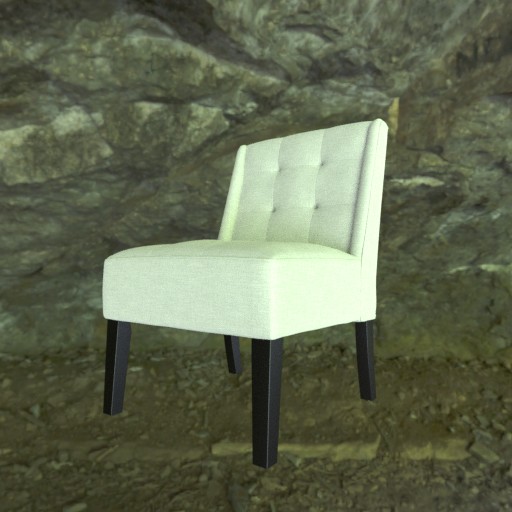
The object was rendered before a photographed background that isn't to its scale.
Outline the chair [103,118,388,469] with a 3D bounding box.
[{"bbox_3d":[0.000,0.000,1.292,0.569,0.853,0.676,0,-1,37],"label":"chair"}]
